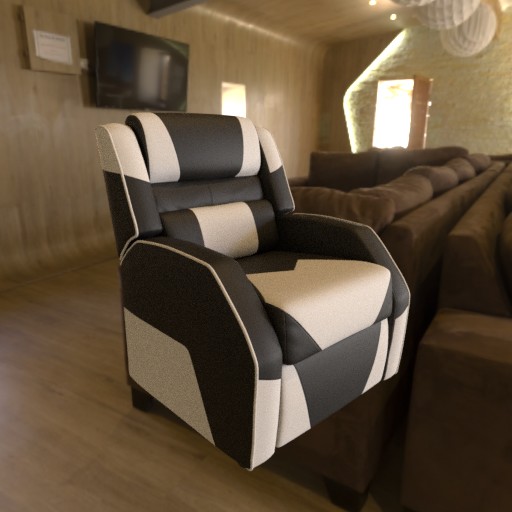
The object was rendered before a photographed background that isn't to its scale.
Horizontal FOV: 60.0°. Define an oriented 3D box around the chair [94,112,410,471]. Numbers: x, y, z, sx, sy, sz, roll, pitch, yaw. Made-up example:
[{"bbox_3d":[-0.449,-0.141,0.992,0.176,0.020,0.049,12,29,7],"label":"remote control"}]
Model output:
[{"bbox_3d":[0.000,0.000,1.282,0.620,0.805,0.672,-14,21,-41],"label":"chair"}]
